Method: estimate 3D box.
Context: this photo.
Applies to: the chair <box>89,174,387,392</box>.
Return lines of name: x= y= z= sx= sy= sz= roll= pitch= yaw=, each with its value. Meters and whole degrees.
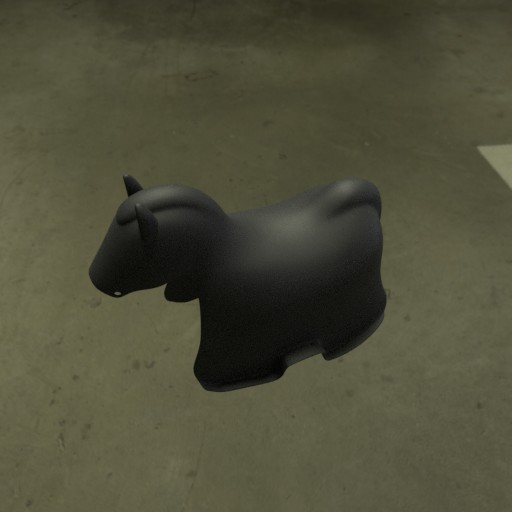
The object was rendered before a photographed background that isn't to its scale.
chair: x=0.000 y=0.000 z=1.163 sx=0.800 sy=0.612 sz=0.429 roll=-18 pitch=49 yaw=-16
